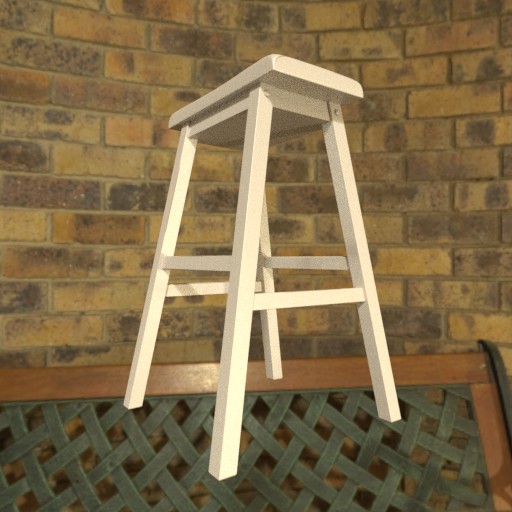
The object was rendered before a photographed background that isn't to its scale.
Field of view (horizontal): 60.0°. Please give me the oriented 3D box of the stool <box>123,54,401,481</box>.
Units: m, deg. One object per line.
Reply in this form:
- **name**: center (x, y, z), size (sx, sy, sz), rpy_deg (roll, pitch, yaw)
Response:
- **stool**: center (0.000, 0.000, 1.046), size (0.476, 0.737, 0.457), rpy_deg (0, 0, -36)
